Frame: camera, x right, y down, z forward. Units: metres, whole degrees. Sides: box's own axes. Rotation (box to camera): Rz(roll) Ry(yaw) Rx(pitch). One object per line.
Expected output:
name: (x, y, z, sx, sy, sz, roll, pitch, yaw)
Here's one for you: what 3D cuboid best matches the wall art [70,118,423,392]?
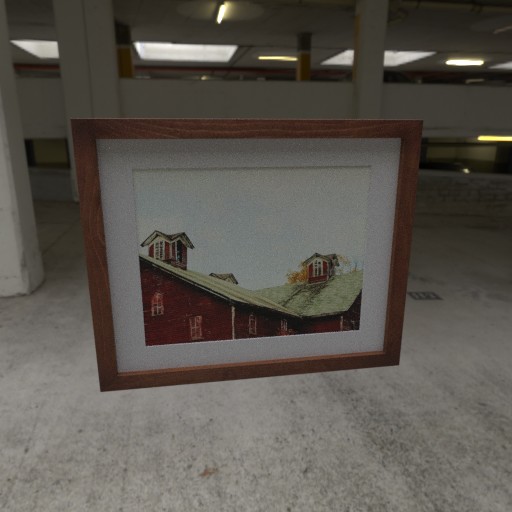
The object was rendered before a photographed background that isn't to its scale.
wall art: (0.000, 0.000, 0.557, 0.401, 0.328, 0.030, -3, 16, -9)
